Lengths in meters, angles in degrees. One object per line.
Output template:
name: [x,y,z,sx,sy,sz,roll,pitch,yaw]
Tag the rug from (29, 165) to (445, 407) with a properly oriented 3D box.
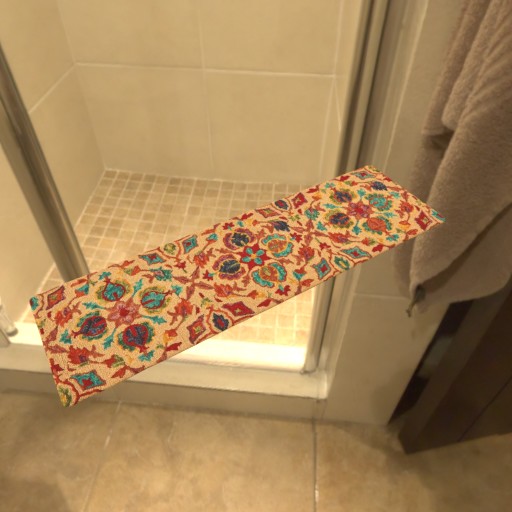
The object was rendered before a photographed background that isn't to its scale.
rug: [0.000,0.000,2.446,2.273,0.016,0.693,-24,50,-22]
